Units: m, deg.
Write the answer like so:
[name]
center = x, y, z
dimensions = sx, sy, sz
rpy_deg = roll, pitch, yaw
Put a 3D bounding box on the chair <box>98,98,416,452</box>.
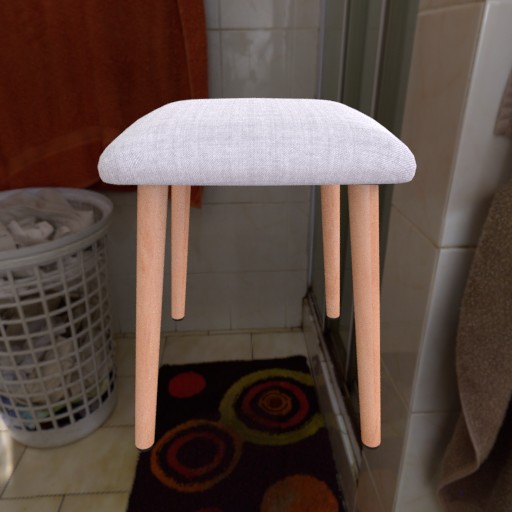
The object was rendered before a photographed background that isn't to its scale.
[chair]
center = 0.000, 0.000, 0.675
dimensions = 0.350, 0.440, 0.350
rpy_deg = 0, 26, -1
